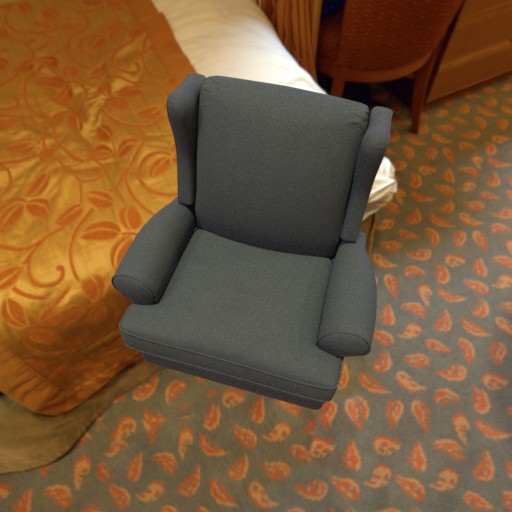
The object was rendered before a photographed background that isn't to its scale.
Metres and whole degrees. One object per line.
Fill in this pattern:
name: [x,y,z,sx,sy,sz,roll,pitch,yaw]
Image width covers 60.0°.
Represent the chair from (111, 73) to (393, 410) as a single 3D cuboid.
chair: [0.000,0.000,1.738,0.971,1.020,0.877,13,59,8]
